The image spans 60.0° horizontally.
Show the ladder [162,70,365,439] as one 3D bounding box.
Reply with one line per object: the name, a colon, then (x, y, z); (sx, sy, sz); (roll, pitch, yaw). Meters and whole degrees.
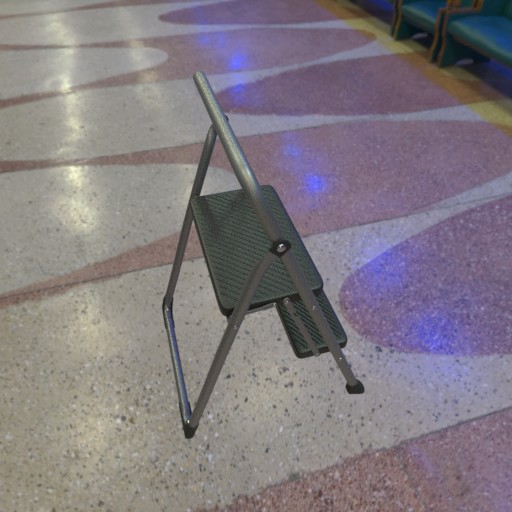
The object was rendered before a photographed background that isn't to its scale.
ladder: (0.000, 0.000, 0.989); (0.472, 0.720, 0.430); (-12, 47, -11)
